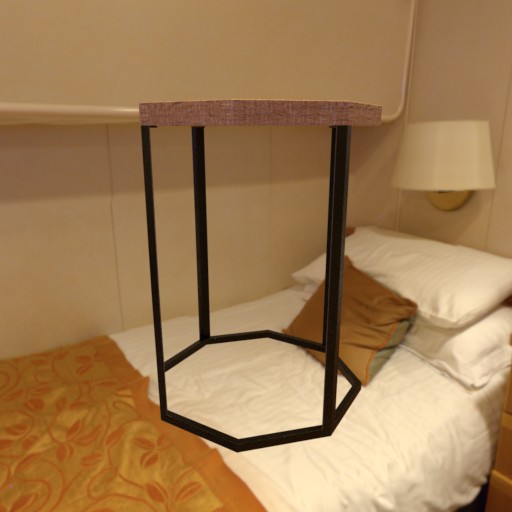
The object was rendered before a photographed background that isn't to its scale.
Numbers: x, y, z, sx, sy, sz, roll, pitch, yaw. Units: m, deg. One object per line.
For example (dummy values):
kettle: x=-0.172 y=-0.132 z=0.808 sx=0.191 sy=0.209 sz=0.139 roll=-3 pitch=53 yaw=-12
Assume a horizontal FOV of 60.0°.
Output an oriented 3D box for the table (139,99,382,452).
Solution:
table: x=0.000 y=0.000 z=0.865 sx=0.437 sy=0.553 sz=0.437 roll=2 pitch=16 yaw=8
